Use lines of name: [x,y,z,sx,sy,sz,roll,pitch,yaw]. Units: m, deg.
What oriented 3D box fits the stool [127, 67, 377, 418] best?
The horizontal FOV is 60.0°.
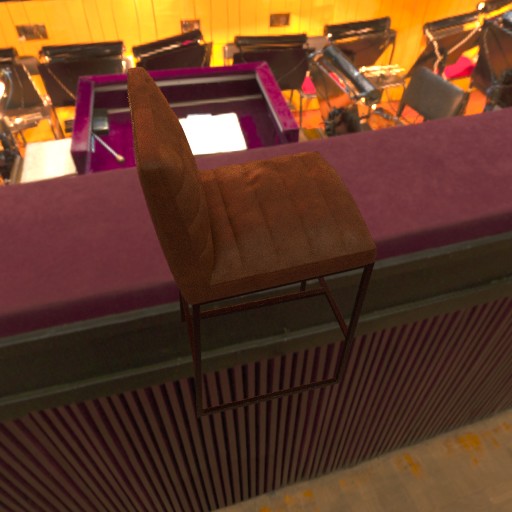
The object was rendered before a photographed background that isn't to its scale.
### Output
stool: [0.000,0.000,1.366,0.562,1.065,0.463,-10,47,-10]
